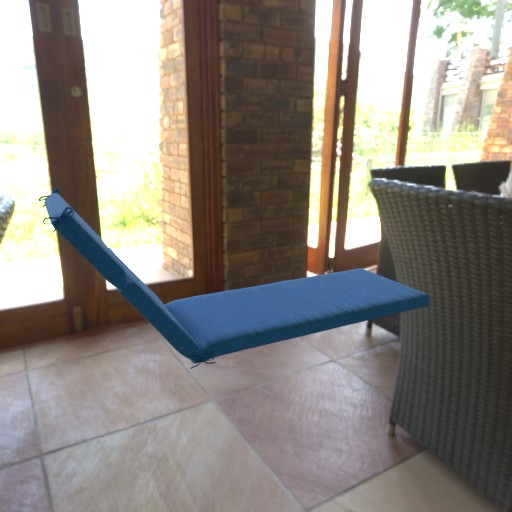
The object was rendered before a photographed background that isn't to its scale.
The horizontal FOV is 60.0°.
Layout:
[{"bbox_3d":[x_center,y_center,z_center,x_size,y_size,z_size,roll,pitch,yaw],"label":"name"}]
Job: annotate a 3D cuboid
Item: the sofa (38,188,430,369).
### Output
[{"bbox_3d":[0.000,0.000,1.954,1.663,0.622,0.582,-8,17,-26],"label":"sofa"}]
